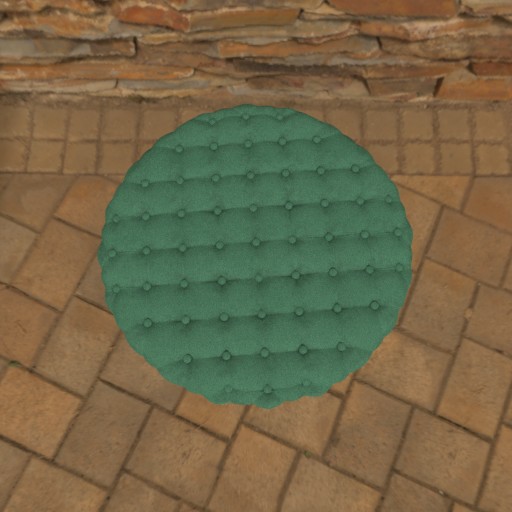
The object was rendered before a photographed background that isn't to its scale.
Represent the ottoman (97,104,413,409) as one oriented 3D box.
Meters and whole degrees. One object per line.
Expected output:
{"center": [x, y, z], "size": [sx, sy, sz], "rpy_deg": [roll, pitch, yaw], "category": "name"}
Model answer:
{"center": [0.000, 0.000, 1.549], "size": [0.998, 0.399, 0.998], "rpy_deg": [0, 76, 0], "category": "ottoman"}
